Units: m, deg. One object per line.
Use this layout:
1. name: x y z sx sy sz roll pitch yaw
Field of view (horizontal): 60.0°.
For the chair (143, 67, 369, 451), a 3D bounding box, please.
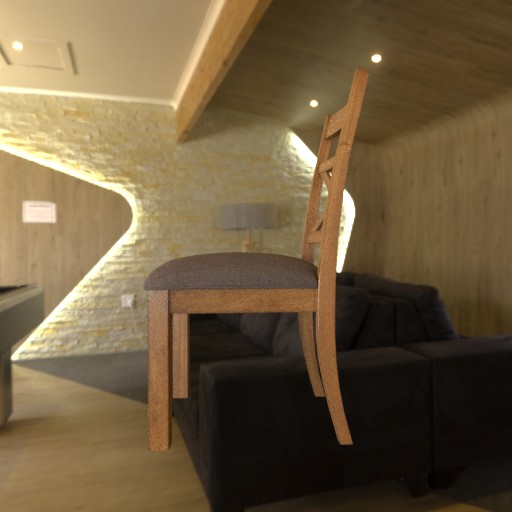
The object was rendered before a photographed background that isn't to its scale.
1. chair: 0.000 0.000 1.309 0.581 0.949 0.470 0 1 -2
